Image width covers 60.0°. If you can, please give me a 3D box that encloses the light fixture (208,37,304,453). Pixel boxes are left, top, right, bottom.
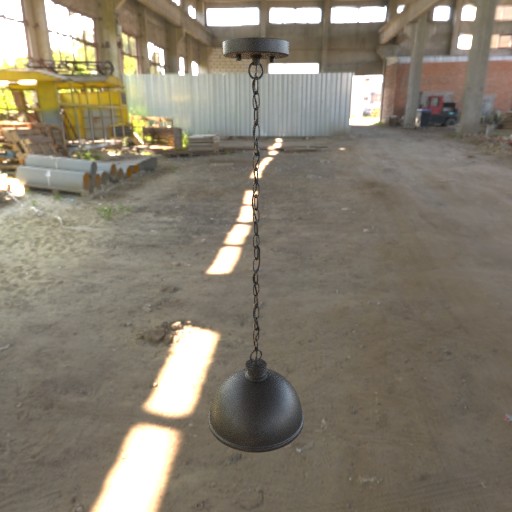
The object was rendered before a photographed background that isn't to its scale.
[{"bbox_3d":[0.000,0.000,1.245,0.304,1.090,0.304,-10,21,-27],"label":"light fixture"}]
